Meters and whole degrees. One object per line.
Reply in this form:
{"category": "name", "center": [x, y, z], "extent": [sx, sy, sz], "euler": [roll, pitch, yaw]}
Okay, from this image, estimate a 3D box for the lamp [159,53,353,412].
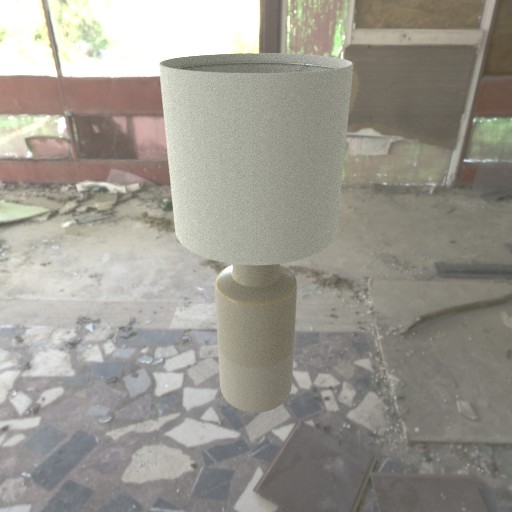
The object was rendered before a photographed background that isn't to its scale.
{"category": "lamp", "center": [0.000, 0.000, 0.610], "extent": [0.212, 0.493, 0.212], "euler": [21, 35, 33]}
